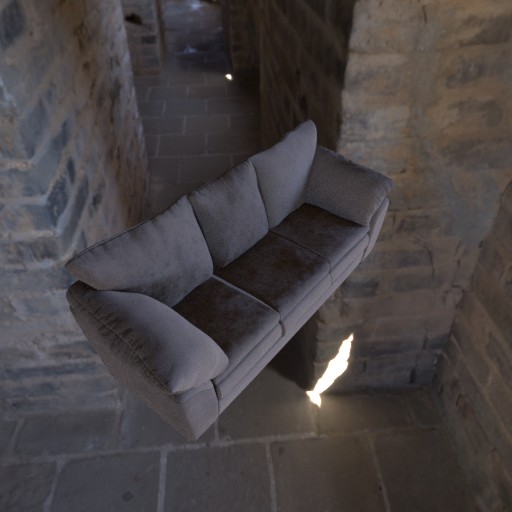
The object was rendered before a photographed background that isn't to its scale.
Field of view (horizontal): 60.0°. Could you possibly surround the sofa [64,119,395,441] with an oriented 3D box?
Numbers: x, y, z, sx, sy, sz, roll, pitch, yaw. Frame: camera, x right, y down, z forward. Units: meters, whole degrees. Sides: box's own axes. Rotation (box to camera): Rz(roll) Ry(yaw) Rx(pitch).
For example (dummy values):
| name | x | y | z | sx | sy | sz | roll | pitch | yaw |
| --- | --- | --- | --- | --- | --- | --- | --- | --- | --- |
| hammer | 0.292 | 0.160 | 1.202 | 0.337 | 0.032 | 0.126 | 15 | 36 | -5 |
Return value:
| name | x | y | z | sx | sy | sz | roll | pitch | yaw |
| --- | --- | --- | --- | --- | --- | --- | --- | --- | --- |
| sofa | 0.000 | 0.000 | 2.964 | 0.878 | 1.073 | 2.336 | 27 | 47 | 28 |
